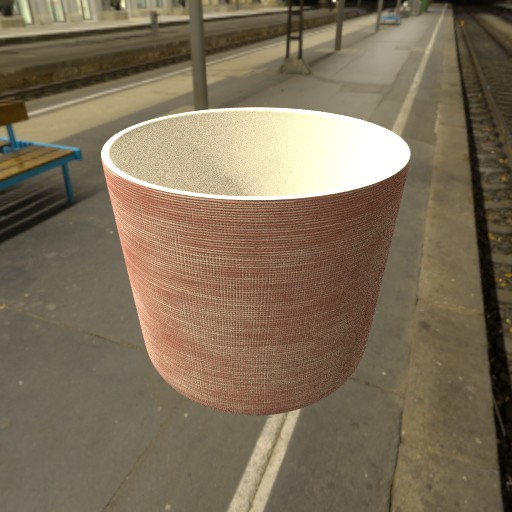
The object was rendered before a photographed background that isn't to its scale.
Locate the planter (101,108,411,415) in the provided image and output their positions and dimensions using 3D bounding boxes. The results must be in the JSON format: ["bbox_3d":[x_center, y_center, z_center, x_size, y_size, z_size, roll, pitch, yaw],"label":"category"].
[{"bbox_3d":[0.000,0.000,0.757,0.440,0.398,0.440,0,31,0],"label":"planter"}]
